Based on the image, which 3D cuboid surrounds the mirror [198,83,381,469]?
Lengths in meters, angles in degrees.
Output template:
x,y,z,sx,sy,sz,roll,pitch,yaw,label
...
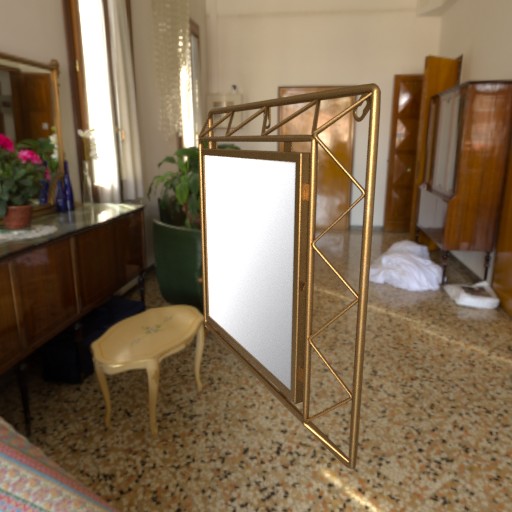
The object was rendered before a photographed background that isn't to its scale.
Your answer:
x,y,z,sx,sy,sz,roll,pitch,yaw,label
0.000,0.000,0.619,0.046,0.414,0.416,-7,16,-26,mirror
